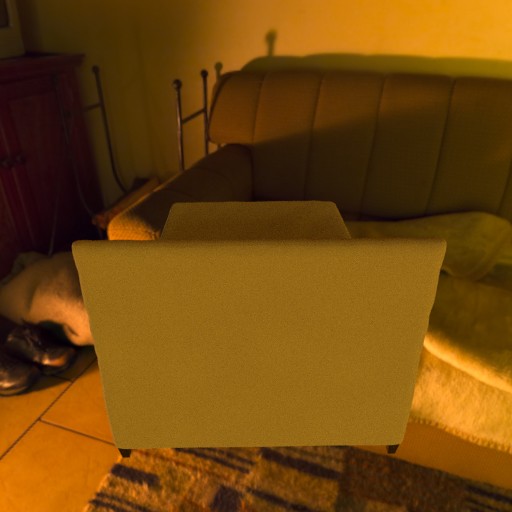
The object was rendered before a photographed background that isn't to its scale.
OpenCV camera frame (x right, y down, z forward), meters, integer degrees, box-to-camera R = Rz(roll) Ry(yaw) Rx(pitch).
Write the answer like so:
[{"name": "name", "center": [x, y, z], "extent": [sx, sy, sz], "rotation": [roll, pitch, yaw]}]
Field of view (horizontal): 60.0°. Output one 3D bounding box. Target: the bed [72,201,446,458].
[{"name": "bed", "center": [0.000, 0.000, 3.316], "extent": [1.698, 1.427, 2.387], "rotation": [0, 29, -1]}]
